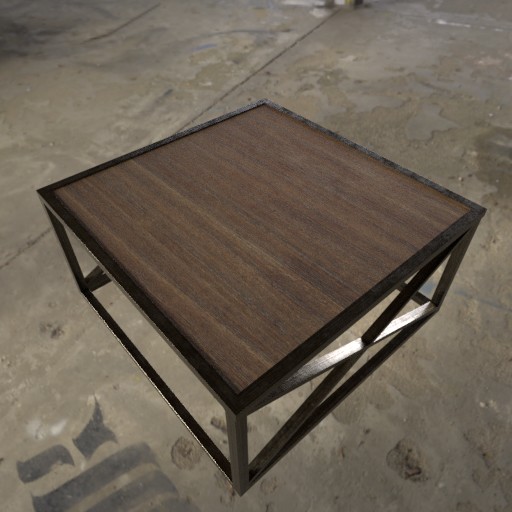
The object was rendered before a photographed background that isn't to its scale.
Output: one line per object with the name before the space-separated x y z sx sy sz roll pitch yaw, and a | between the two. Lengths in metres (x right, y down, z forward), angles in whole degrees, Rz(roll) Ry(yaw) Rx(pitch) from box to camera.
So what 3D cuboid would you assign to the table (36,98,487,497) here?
table | 0.000 0.000 1.409 0.899 0.451 0.909 -32 53 -28
